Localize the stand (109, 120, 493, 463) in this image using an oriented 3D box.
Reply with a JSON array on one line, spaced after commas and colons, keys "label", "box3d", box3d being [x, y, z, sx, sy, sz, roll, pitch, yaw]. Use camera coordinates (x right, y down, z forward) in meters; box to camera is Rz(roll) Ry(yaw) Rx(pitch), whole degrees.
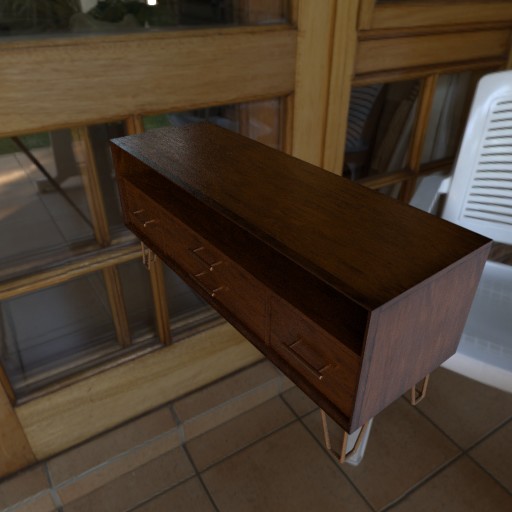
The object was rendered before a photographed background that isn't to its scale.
[{"label": "stand", "box3d": [0.000, 0.000, 1.632, 0.481, 0.610, 1.372, -22, 39, -31]}]
